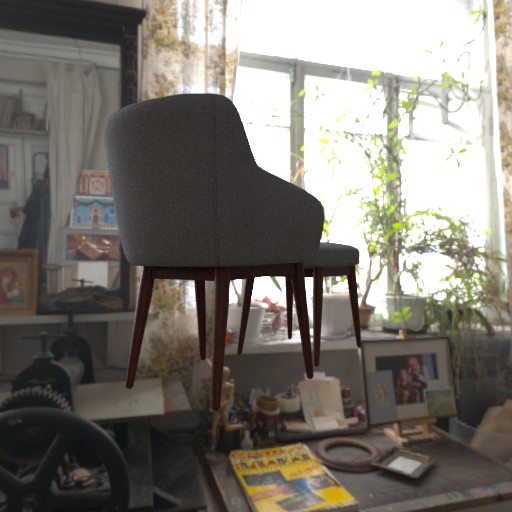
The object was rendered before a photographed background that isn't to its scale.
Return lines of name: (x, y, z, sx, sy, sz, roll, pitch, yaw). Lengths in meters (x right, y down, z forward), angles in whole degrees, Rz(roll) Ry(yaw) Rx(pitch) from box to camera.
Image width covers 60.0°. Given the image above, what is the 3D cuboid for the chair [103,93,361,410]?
chair: (0.000, 0.000, 1.591, 0.584, 0.799, 1.107, 0, 0, 34)
